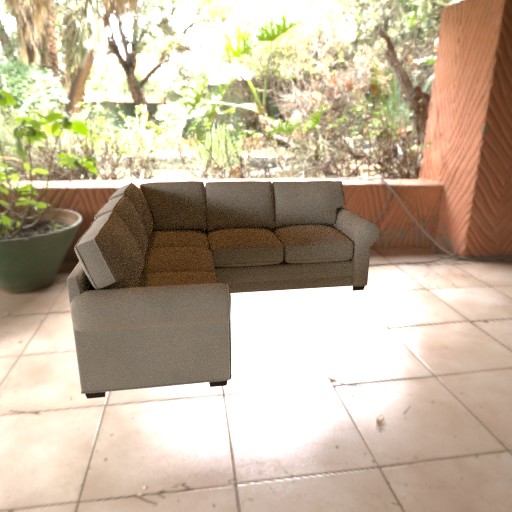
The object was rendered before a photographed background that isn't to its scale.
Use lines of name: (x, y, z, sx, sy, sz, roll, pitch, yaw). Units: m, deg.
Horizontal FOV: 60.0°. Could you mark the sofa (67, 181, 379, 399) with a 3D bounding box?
sofa: (0.000, 0.000, 3.867, 2.569, 1.054, 2.487, -3, 17, -9)
